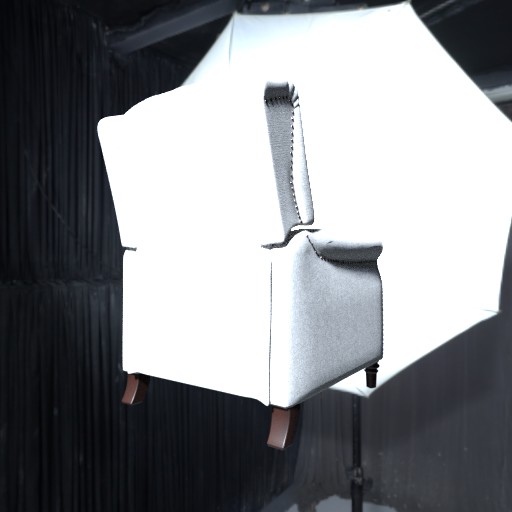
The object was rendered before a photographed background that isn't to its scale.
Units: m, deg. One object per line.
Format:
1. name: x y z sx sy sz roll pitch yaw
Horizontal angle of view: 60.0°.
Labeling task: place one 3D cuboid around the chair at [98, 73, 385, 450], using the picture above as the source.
1. chair: 0.000 0.000 1.634 0.742 1.035 0.902 0 0 36
